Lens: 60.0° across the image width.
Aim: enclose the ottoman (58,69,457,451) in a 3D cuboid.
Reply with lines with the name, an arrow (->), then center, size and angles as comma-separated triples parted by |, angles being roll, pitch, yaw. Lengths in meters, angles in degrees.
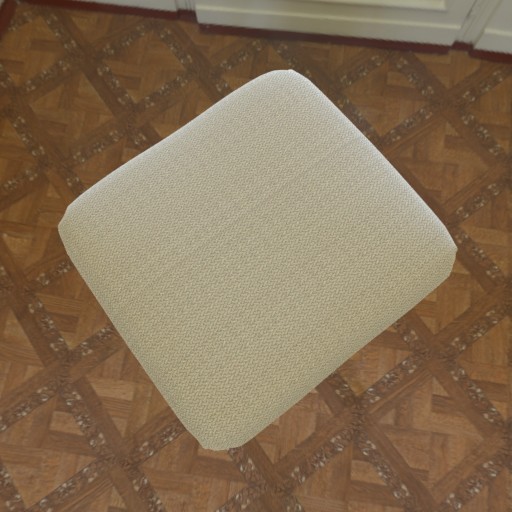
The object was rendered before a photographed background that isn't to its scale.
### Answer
ottoman -> 0.000, 0.000, 1.073 | 0.684, 0.447, 0.622 | -36, 78, -9
